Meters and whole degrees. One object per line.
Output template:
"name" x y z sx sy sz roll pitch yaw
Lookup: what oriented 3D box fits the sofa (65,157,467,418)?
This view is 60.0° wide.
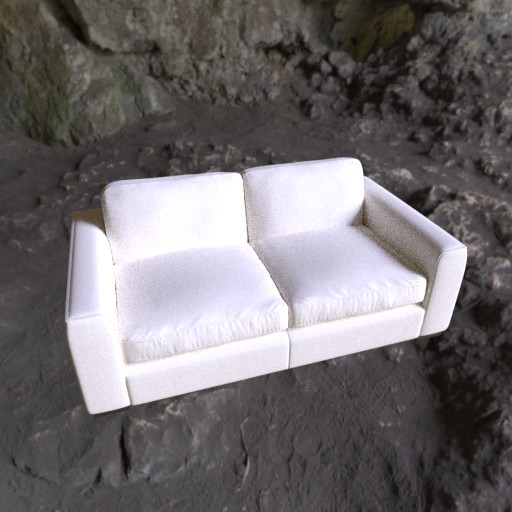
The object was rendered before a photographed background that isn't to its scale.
"sofa" 0.000 0.000 2.443 1.920 0.801 1.069 -9 33 -15
